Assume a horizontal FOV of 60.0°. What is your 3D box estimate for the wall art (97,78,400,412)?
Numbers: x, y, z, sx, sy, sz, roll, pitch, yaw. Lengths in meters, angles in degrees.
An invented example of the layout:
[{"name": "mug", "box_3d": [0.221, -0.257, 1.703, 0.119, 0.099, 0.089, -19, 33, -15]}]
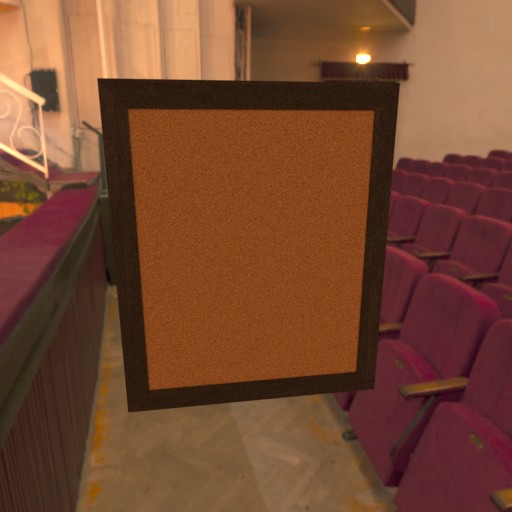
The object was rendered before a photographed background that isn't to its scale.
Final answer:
[{"name": "wall art", "box_3d": [0.000, 0.000, 0.774, 0.476, 0.570, 0.013, -3, 16, -9]}]
